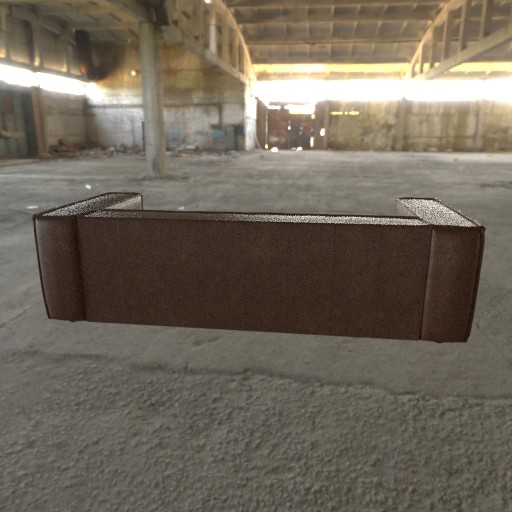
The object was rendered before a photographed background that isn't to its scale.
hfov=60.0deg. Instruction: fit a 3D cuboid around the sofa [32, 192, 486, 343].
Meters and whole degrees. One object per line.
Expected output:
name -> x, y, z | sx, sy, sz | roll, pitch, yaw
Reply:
sofa -> 0.000, 0.000, 3.010 | 2.581, 0.701, 1.102 | 2, 16, 7
